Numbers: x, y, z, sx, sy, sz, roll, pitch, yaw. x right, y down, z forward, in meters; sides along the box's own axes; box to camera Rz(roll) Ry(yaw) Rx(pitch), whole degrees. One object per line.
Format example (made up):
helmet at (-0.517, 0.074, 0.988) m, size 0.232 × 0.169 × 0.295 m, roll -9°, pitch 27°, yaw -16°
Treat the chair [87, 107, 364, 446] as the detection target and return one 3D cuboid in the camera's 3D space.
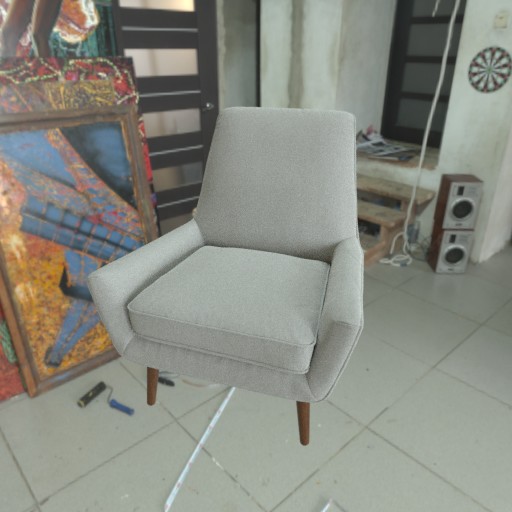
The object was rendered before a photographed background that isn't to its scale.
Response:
chair at (0.000, 0.000, 1.509) m, size 0.787 × 0.888 × 0.822 m, roll 8°, pitch 26°, yaw 17°
